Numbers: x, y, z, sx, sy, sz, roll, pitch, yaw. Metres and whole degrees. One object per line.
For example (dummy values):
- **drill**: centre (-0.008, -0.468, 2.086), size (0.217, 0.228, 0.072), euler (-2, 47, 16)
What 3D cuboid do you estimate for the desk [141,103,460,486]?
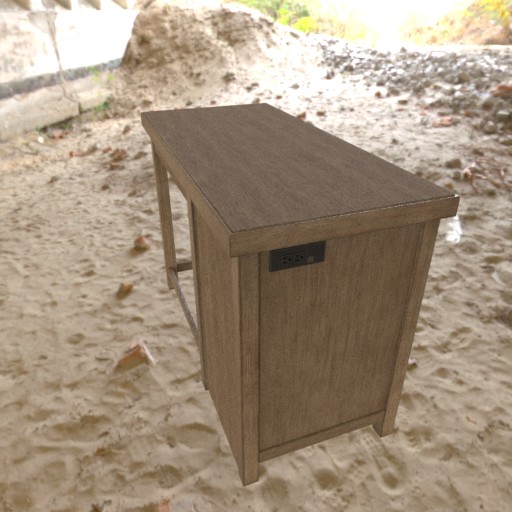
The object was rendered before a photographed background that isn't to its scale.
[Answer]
- **desk**: centre (0.000, 0.000, 1.762), size (0.610, 0.912, 1.289), euler (-11, 31, -18)
